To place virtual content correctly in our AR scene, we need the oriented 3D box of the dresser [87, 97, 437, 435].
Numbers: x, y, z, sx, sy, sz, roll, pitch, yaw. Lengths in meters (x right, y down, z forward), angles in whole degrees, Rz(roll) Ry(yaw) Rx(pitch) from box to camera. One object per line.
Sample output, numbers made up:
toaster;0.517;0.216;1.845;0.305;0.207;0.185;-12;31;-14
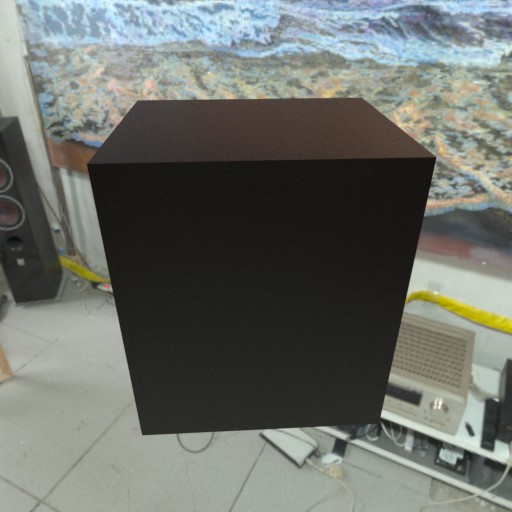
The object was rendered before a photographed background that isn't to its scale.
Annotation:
dresser;0.000;0.000;0.780;0.400;0.470;0.360;-2;31;-3
